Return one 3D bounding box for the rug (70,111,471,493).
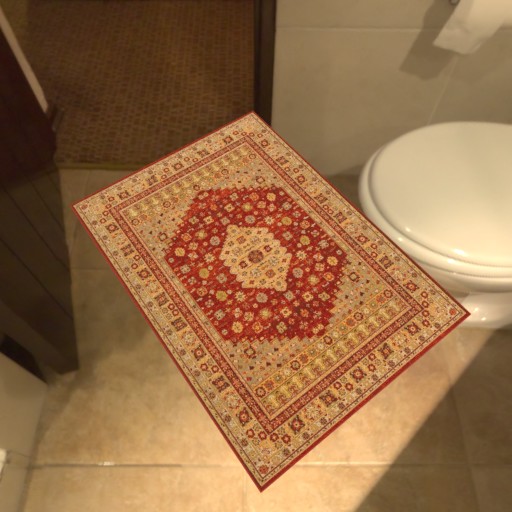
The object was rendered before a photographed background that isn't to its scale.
[{"bbox_3d":[0.000,0.000,2.885,1.593,0.013,2.211,-33,65,-18],"label":"rug"}]
